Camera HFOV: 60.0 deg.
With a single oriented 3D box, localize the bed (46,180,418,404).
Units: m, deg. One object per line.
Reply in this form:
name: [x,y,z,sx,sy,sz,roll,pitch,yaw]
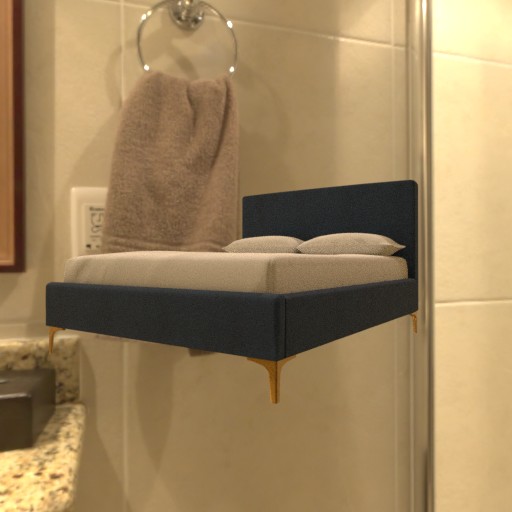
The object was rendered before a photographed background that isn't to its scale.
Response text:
bed: [0.000,0.000,3.177,1.723,1.231,2.172,0,0,35]
